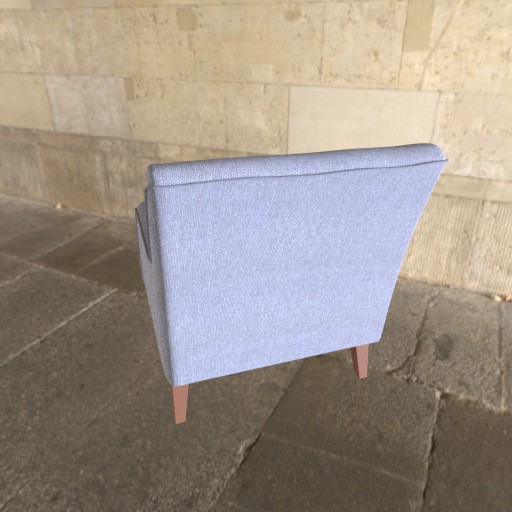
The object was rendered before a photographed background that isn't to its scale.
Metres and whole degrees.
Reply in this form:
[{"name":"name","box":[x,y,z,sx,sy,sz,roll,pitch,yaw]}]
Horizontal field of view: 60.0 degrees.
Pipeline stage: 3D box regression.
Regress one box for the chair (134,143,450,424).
[{"name":"chair","box":[0.000,0.000,1.601,0.780,0.919,0.899,-8,27,-16]}]
